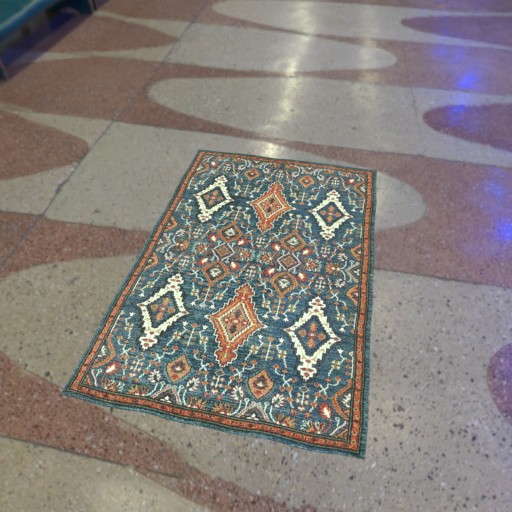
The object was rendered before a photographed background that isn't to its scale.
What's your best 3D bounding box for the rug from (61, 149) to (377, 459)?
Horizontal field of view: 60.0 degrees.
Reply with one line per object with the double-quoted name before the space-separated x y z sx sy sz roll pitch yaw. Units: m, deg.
"rug" 0.000 0.000 4.182 2.190 0.008 3.371 9 46 8
